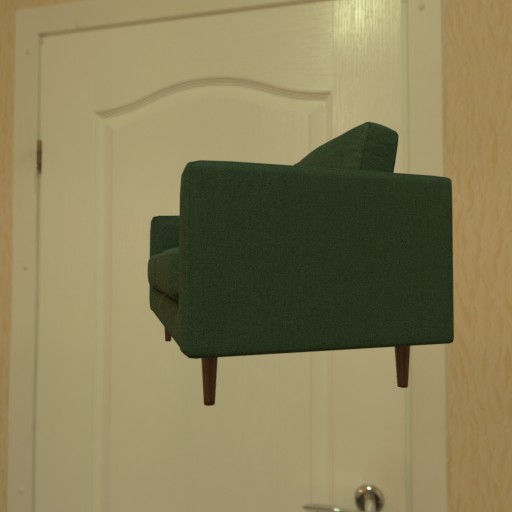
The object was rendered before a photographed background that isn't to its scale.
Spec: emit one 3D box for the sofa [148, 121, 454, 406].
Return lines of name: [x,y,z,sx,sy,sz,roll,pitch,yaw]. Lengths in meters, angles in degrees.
sofa: [0.000,0.000,1.963,0.879,0.899,1.430,0,-2,-17]
